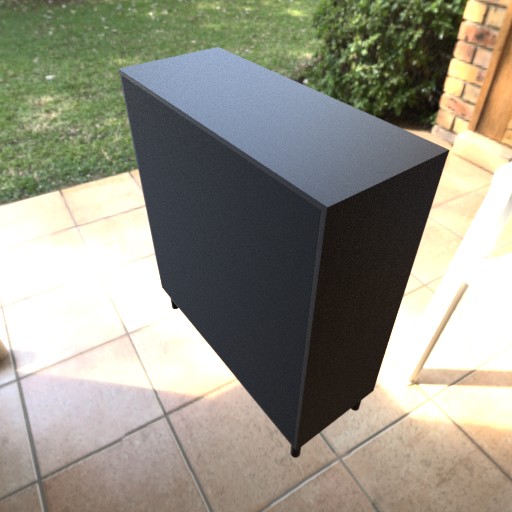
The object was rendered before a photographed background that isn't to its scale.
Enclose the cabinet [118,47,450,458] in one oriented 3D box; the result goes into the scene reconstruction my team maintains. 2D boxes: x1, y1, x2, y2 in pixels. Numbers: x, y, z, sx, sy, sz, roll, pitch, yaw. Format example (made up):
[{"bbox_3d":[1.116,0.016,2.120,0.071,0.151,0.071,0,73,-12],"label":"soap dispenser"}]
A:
[{"bbox_3d":[0.000,0.000,1.656,0.400,1.170,1.010,-26,47,-27],"label":"cabinet"}]
